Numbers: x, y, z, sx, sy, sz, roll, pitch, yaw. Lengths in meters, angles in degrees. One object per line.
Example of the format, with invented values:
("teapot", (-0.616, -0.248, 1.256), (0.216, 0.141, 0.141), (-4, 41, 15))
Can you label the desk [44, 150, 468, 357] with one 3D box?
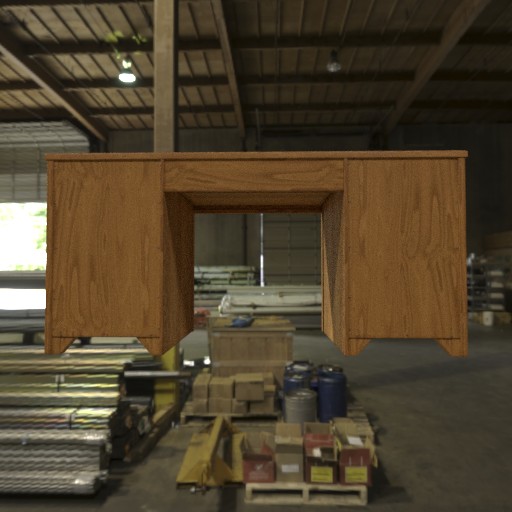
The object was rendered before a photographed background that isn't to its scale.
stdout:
("desk", (0.000, 0.000, 1.971), (1.567, 0.751, 0.685), (0, -2, 2))
